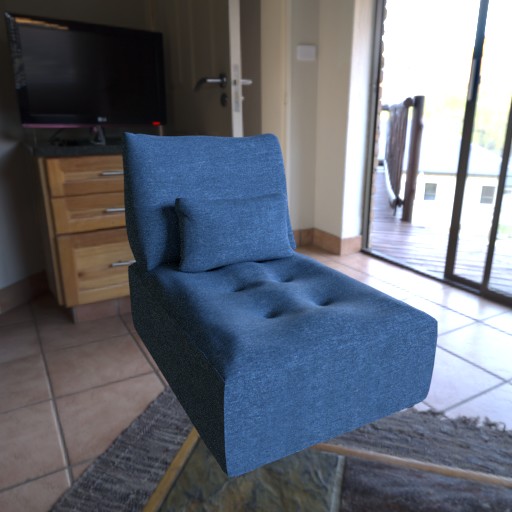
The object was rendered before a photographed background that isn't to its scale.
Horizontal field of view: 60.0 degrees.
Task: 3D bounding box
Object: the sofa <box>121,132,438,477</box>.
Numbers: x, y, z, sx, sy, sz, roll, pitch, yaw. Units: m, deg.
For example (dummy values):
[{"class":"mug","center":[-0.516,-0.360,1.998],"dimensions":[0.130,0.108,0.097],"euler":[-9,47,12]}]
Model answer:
[{"class":"sofa","center":[0.000,0.000,1.543],"dimensions":[0.700,0.820,1.000],"euler":[-9,19,-27]}]
